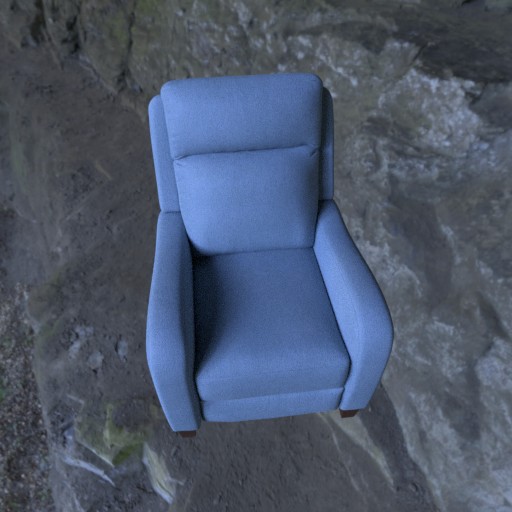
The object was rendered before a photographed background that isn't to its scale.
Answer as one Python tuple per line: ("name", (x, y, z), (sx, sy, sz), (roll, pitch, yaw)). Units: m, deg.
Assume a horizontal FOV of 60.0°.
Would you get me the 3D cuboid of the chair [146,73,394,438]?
("chair", (0.000, 0.000, 1.708), (0.785, 1.067, 0.988), (-5, 46, -5))
